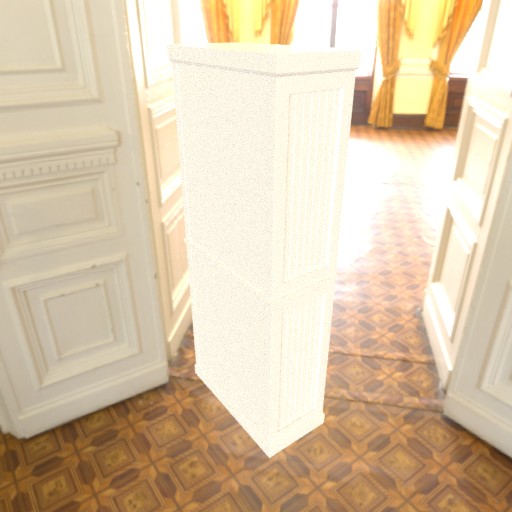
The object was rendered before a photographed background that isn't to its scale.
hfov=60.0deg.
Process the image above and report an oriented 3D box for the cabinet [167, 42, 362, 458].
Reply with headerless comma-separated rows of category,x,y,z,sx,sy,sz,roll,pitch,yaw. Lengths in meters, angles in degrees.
cabinet,0.000,0.000,2.140,0.390,1.829,0.754,-19,33,-31
